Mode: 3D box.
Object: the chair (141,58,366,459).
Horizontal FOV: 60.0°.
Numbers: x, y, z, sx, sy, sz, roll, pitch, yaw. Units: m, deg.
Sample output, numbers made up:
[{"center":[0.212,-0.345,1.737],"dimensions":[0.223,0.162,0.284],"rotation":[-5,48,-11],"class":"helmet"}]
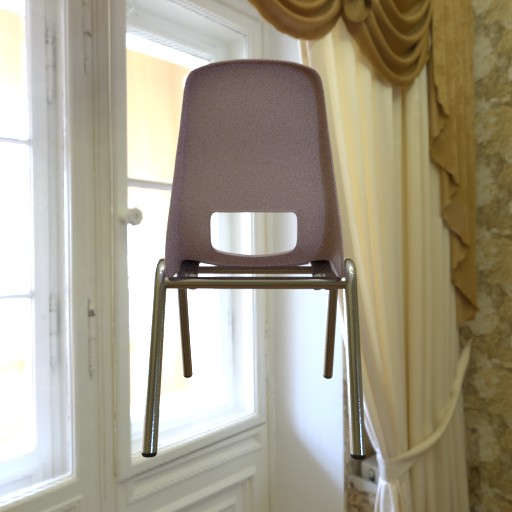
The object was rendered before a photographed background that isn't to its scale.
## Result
[{"center":[0.000,0.000,0.844],"dimensions":[0.354,0.586,0.423],"rotation":[0,1,1],"class":"chair"}]
